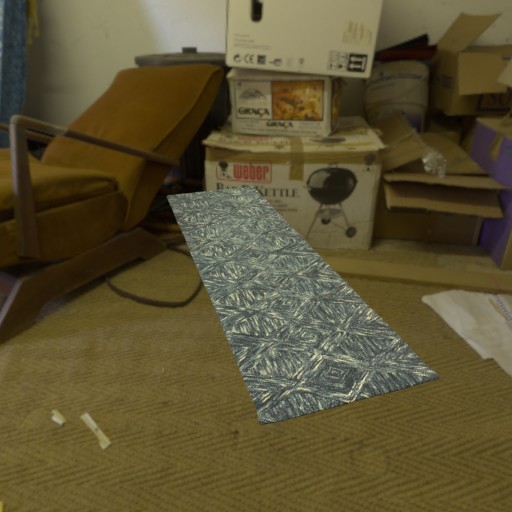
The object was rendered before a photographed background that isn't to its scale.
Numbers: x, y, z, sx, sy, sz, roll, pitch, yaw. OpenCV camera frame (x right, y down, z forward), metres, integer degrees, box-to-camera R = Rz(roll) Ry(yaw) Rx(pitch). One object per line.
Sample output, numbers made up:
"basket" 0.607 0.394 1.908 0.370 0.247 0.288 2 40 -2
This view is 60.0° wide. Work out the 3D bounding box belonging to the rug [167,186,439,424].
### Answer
"rug" 0.000 0.000 2.533 0.719 0.013 2.306 -9 29 -16
